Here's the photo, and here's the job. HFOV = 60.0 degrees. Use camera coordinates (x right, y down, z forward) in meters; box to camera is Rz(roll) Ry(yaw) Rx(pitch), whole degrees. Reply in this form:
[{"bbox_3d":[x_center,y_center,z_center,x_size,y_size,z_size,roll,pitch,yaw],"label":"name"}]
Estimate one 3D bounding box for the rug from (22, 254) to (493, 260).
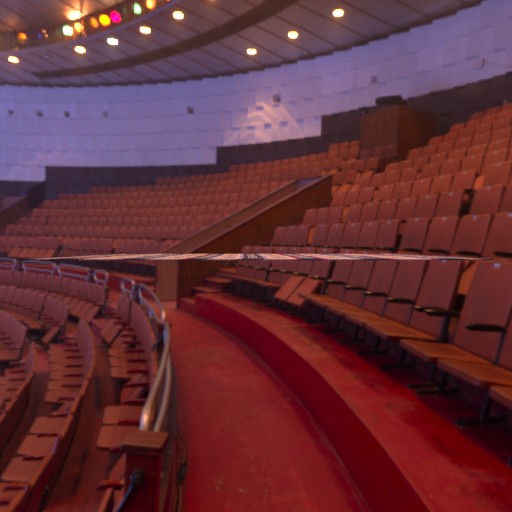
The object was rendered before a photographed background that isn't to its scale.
[{"bbox_3d":[0.000,0.000,2.918,2.311,0.010,1.522,0,1,-1],"label":"rug"}]
